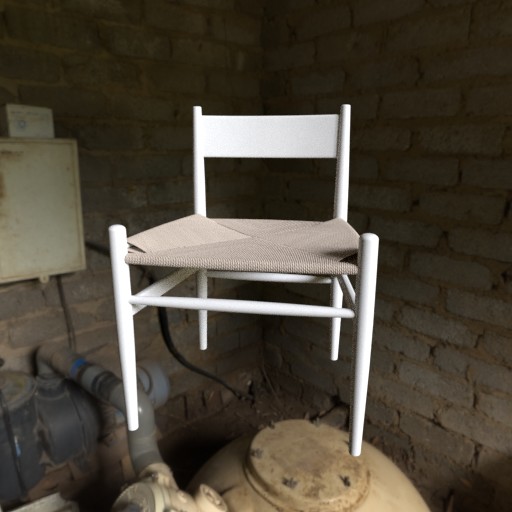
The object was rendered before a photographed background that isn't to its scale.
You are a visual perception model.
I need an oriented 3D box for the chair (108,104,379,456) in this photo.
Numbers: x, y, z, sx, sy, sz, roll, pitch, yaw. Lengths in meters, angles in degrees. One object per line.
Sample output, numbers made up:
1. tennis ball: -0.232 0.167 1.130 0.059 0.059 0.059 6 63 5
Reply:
1. chair: 0.000 0.000 1.138 0.556 0.762 0.495 3 15 9
